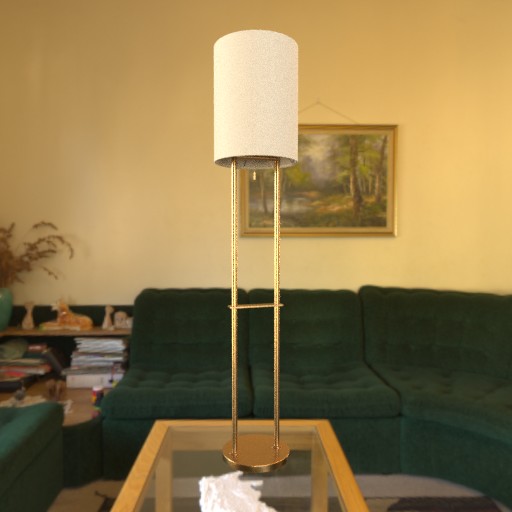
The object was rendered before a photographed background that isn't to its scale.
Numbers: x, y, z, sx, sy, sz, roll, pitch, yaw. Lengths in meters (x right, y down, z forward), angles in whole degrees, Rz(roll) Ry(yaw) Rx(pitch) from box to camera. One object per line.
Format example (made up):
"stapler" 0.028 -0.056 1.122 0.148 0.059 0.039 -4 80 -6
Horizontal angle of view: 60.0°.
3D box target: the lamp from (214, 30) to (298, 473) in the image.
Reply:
"lamp" 0.000 0.000 1.636 0.306 1.500 0.305 -1 2 -19
